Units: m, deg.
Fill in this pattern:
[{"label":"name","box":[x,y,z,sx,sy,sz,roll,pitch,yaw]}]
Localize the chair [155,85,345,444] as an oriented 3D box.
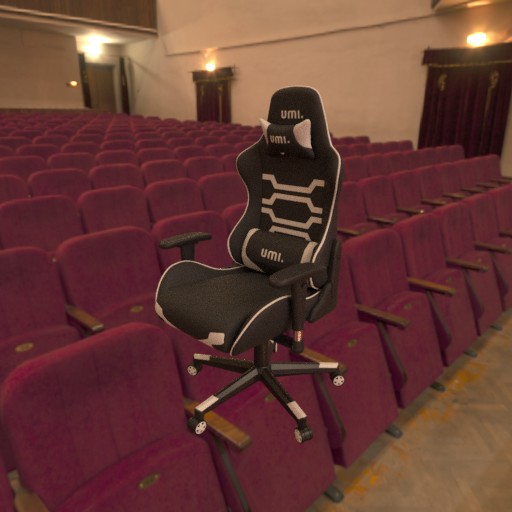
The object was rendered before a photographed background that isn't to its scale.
[{"label":"chair","box":[0.000,0.000,1.700,0.700,1.240,0.700,16,24,42]}]
